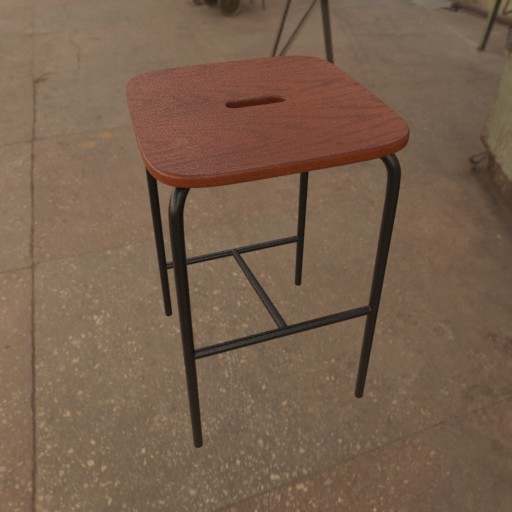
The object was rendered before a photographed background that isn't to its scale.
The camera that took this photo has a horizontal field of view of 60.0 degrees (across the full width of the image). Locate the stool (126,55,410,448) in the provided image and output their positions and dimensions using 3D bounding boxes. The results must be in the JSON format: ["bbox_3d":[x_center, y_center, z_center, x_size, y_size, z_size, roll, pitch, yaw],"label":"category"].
[{"bbox_3d":[0.000,0.000,0.853,0.376,0.610,0.376,-12,43,-13],"label":"stool"}]
